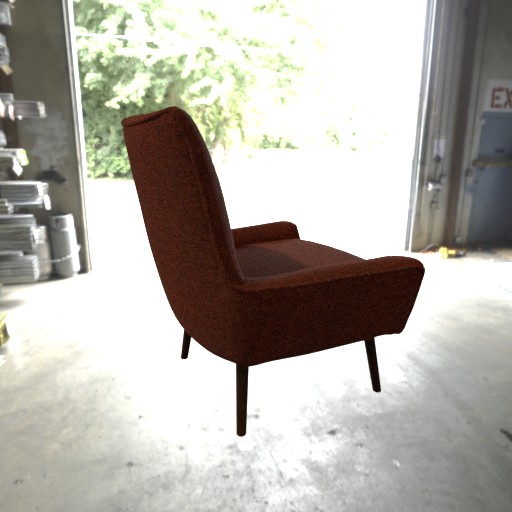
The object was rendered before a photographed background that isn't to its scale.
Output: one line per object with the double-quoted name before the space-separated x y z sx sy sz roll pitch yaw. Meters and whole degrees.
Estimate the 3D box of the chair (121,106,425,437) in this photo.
"chair" 0.000 0.000 1.496 0.784 0.911 0.803 -7 16 -26
